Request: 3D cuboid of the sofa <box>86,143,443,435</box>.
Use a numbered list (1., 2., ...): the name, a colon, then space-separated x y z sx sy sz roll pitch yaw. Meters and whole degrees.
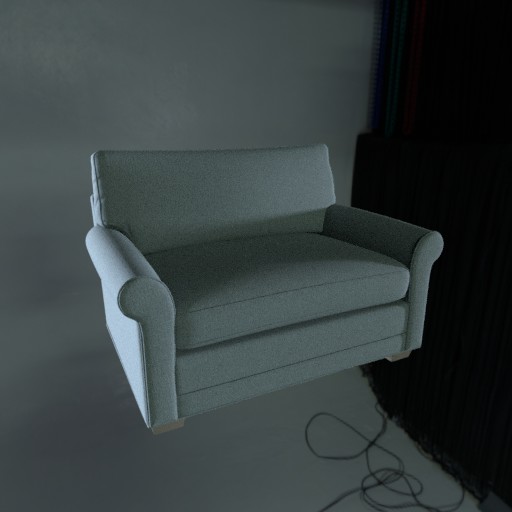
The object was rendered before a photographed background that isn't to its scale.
1. sofa: 0.000 0.000 2.054 1.410 0.953 0.940 -9 19 -25
